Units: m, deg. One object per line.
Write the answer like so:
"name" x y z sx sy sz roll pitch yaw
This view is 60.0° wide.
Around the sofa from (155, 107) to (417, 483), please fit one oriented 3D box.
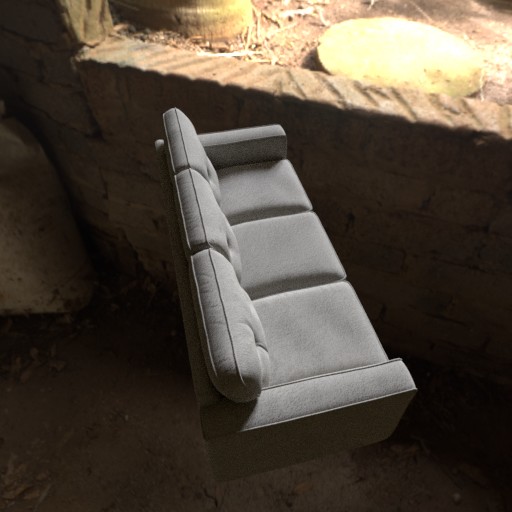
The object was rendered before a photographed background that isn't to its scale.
"sofa" 0.000 0.000 2.600 0.939 0.965 2.133 -10 49 -9
